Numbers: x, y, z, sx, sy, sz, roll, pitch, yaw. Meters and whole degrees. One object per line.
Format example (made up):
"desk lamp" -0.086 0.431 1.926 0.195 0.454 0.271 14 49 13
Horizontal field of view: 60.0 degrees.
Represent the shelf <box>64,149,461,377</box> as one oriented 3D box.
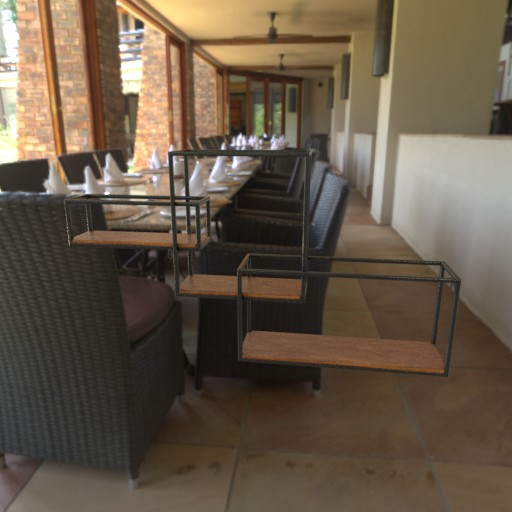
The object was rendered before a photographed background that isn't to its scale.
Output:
"shelf" 0.000 0.000 2.106 1.781 0.972 0.275 2 16 8
